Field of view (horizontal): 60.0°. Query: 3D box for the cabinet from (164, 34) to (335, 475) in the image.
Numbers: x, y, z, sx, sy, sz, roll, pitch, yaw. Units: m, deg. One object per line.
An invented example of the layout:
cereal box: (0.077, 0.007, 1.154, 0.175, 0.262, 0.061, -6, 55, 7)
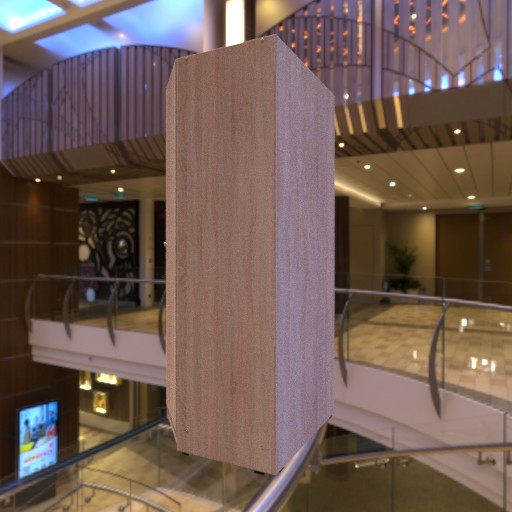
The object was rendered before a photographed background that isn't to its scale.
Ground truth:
cabinet: (0.000, 0.000, 2.781, 1.094, 2.120, 1.327, 0, 0, -18)
